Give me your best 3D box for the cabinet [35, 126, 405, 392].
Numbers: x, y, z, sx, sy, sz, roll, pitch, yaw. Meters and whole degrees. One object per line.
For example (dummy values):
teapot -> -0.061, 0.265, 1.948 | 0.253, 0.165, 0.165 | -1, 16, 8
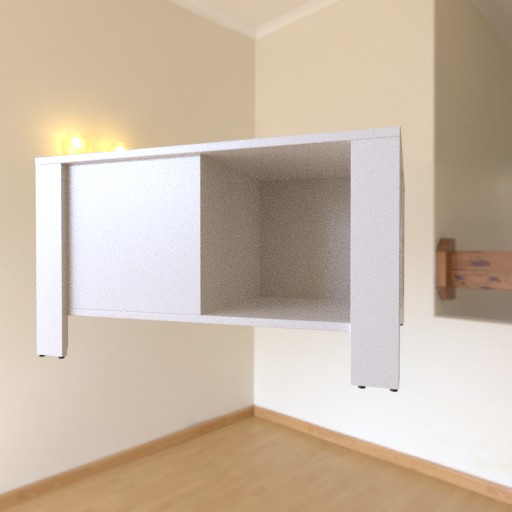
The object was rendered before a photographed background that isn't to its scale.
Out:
cabinet -> 0.000, 0.000, 1.270 | 0.800, 0.460, 0.800 | 0, 1, 19
